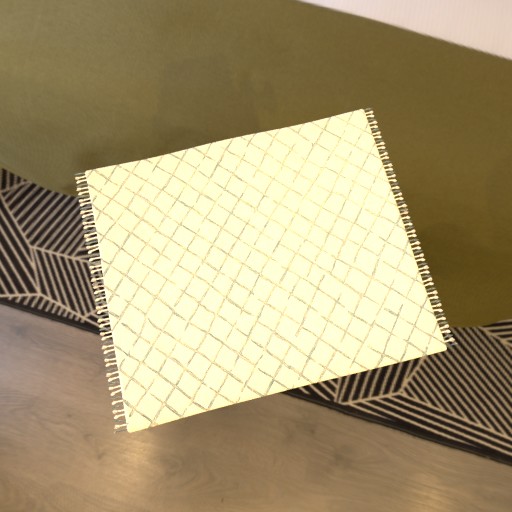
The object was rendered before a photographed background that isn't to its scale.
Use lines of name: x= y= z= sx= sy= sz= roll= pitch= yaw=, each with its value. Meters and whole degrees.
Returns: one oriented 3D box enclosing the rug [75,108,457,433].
rug: x=0.000 y=0.000 z=4.820 sx=3.585 sy=0.036 sz=2.892 roll=-14 pitch=76 yaw=-3
